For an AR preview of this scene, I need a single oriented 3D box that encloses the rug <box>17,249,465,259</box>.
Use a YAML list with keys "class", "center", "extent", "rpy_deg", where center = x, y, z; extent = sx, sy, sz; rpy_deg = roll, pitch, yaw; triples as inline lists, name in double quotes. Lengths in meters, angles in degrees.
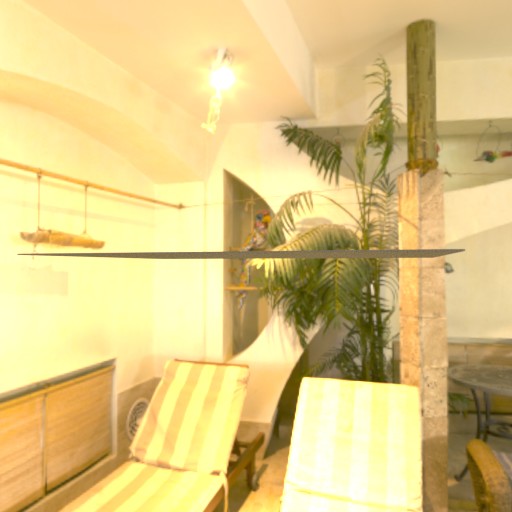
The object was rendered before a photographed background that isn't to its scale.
- class: "rug"
  center: [0.000, 0.000, 2.843]
  extent: [2.235, 0.008, 1.600]
  rpy_deg: [0, -1, 18]
